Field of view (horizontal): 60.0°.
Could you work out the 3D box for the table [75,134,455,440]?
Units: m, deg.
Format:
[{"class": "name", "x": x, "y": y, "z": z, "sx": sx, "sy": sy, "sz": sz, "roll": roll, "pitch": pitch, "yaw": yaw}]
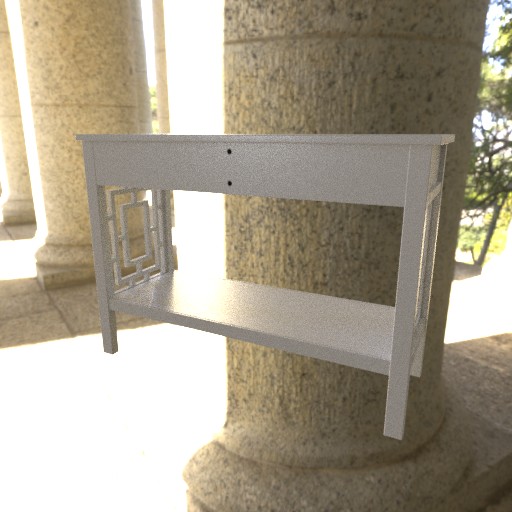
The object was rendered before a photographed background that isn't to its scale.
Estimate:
[{"class": "table", "x": 0.000, "y": 0.000, "z": 1.422, "sx": 1.068, "sy": 0.753, "sz": 0.397, "roll": 8, "pitch": 17, "yaw": 26}]
